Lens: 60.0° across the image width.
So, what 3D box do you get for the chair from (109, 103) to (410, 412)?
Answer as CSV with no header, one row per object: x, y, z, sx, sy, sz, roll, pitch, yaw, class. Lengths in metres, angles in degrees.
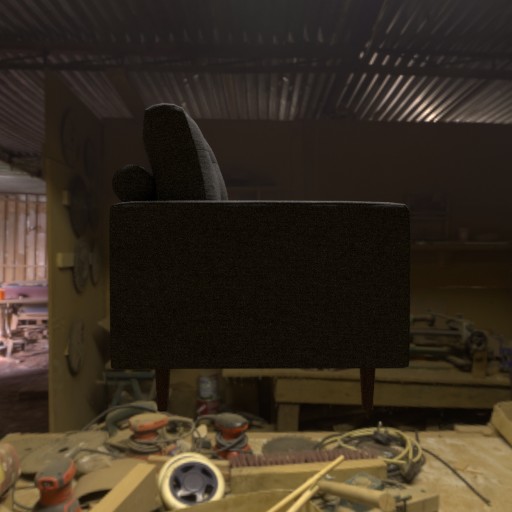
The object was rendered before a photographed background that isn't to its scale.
0.000,0.000,1.543,0.843,0.880,0.821,0,1,-1,chair
